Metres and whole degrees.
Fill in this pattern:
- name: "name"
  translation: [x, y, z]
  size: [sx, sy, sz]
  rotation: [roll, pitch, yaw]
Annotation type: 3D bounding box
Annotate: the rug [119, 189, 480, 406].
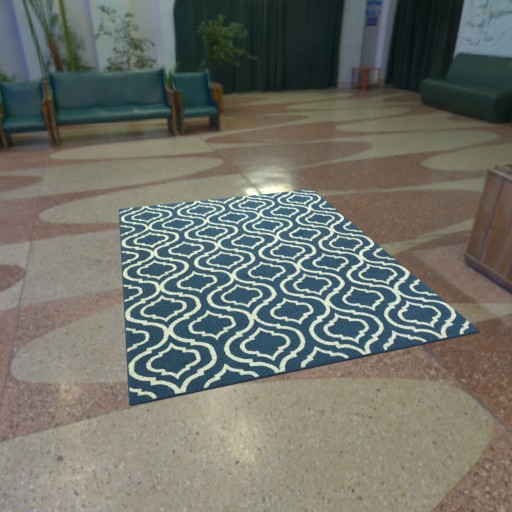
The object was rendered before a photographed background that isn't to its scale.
- name: "rug"
  translation: [0.000, 0.000, 3.889]
  size: [2.270, 0.020, 2.881]
  rotation: [-8, 29, -14]
